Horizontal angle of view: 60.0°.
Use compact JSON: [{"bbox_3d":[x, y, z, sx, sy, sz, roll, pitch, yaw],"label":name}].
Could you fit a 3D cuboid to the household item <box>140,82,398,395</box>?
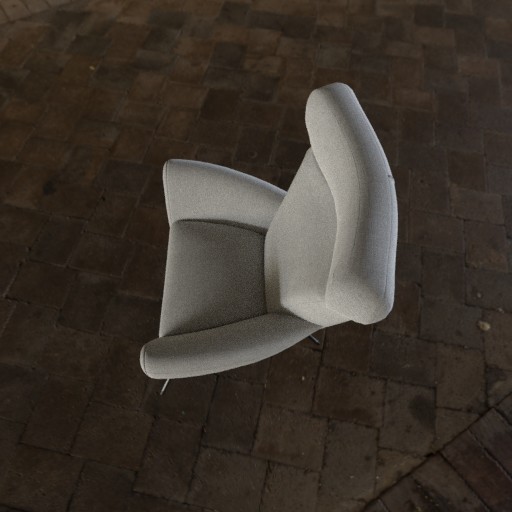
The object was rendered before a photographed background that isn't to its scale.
[{"bbox_3d":[0.000,0.000,1.809,0.900,1.050,0.980,-1,58,-1],"label":"household item"}]
